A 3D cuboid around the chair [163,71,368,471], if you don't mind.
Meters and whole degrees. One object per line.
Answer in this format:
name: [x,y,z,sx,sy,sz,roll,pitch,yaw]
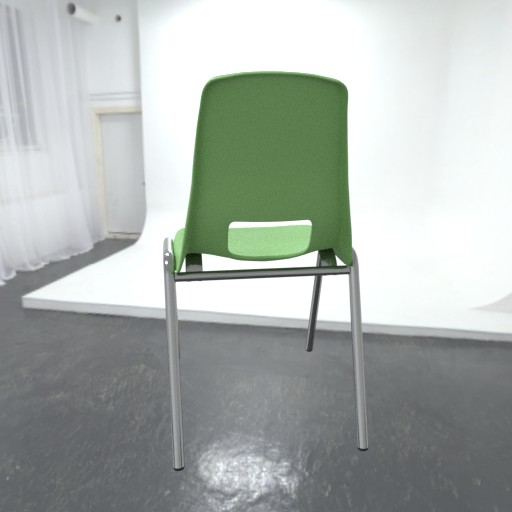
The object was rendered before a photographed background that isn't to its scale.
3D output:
chair: [0.000,0.000,0.918,0.381,0.653,0.436,-2,14,-9]
